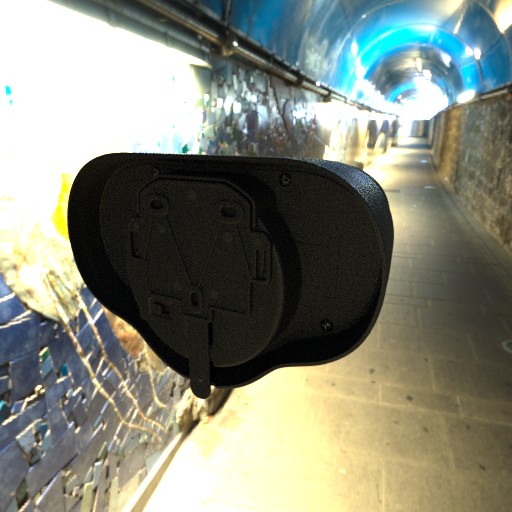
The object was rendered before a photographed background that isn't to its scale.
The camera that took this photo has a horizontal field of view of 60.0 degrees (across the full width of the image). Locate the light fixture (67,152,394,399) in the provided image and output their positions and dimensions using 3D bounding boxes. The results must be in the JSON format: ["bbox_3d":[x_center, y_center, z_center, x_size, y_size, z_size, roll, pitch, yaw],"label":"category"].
[{"bbox_3d":[0.000,0.000,0.339,0.229,0.159,0.159,9,18,27],"label":"light fixture"}]
